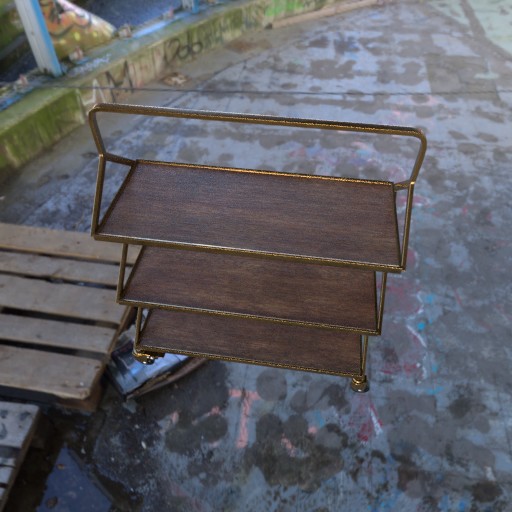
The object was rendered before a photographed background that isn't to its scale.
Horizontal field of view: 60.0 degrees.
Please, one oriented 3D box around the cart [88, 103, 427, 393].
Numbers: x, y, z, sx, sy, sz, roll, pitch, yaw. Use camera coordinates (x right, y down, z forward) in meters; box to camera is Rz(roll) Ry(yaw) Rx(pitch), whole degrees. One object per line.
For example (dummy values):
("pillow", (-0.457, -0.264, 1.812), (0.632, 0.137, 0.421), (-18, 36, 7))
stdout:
("cart", (0.000, 0.000, 1.169), (0.723, 0.805, 0.313), (6, 48, 6))
